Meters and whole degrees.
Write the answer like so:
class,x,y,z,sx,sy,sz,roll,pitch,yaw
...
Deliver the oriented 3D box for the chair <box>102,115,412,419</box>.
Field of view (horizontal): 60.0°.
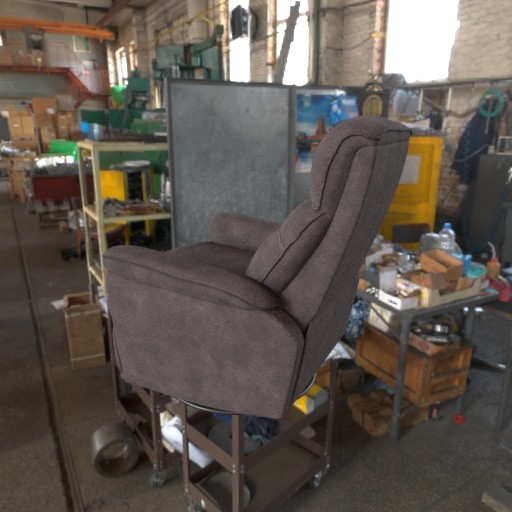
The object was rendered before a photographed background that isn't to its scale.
class,x,y,z,sx,sy,sz,roll,pitch,yaw
chair,0.000,0.000,1.729,1.009,1.035,0.830,8,18,26
